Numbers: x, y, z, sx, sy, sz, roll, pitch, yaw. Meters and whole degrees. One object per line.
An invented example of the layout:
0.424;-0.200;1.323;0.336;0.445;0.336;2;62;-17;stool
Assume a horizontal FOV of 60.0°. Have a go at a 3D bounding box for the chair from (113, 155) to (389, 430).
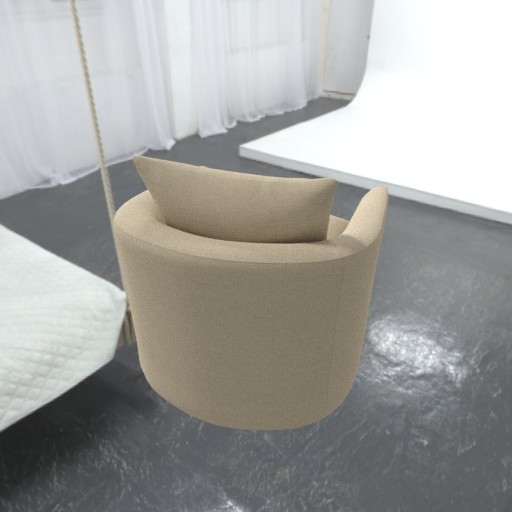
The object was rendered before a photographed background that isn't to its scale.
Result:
0.000;0.000;1.596;0.845;0.848;0.910;9;32;15;chair
